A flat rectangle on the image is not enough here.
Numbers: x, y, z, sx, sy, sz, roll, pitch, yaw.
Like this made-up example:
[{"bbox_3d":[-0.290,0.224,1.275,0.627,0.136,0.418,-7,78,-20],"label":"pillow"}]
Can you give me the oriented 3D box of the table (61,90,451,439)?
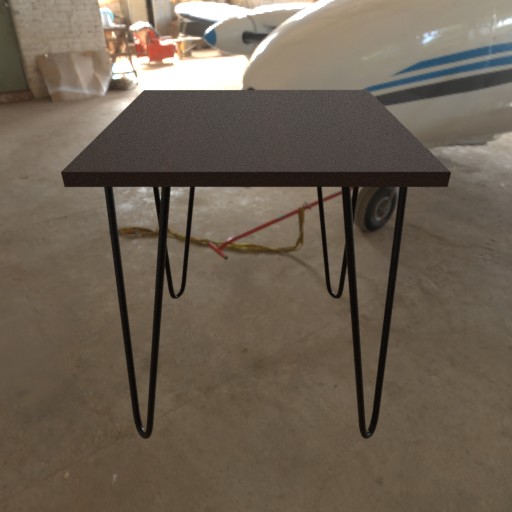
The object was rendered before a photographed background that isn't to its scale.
[{"bbox_3d":[0.000,0.000,0.919,0.495,0.559,0.495,0,32,0],"label":"table"}]
